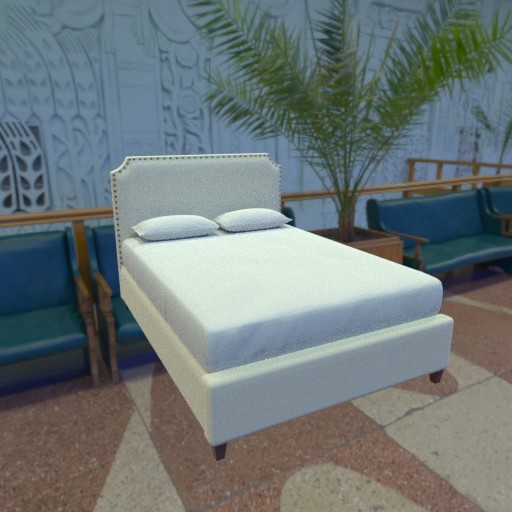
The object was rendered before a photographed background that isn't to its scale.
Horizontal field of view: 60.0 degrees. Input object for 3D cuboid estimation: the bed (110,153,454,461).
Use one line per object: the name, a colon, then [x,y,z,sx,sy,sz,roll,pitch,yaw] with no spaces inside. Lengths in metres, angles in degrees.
bed: [0.000,0.000,3.412,1.703,1.415,2.329,-8,18,-26]
